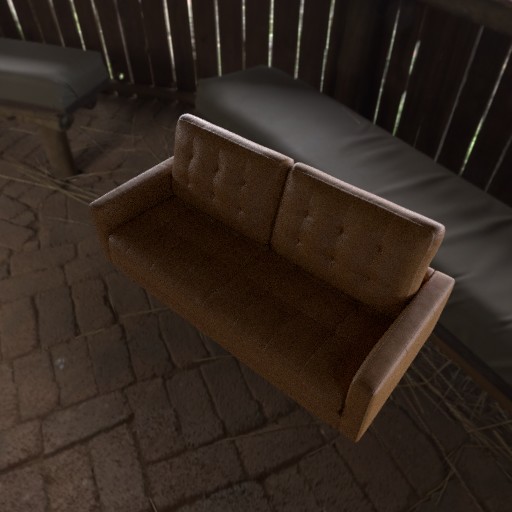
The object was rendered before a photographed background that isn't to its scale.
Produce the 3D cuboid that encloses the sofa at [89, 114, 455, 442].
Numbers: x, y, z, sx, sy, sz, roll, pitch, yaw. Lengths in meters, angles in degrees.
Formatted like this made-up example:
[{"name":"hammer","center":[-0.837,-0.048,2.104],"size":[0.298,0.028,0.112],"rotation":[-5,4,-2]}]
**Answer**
[{"name":"sofa","center":[0.000,0.000,2.350],"size":[1.821,0.898,0.850],"rotation":[31,52,27]}]
